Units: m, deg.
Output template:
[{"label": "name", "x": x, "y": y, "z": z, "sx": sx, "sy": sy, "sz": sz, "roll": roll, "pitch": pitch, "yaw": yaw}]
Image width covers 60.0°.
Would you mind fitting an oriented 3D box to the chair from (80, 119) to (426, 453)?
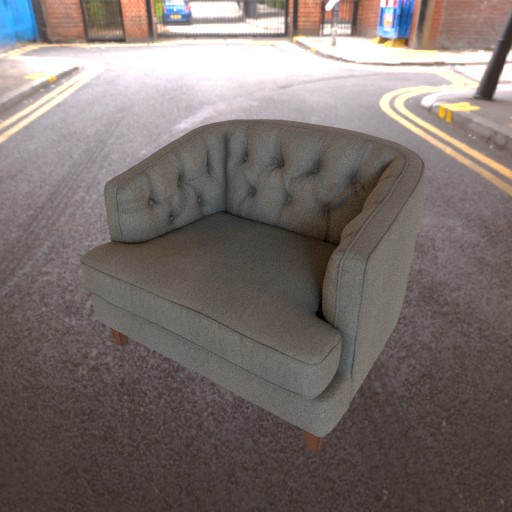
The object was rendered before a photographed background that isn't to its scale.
[{"label": "chair", "x": 0.000, "y": 0.000, "z": 1.762, "sx": 1.094, "sy": 0.852, "sz": 0.945, "roll": 19, "pitch": 35, "yaw": 29}]
